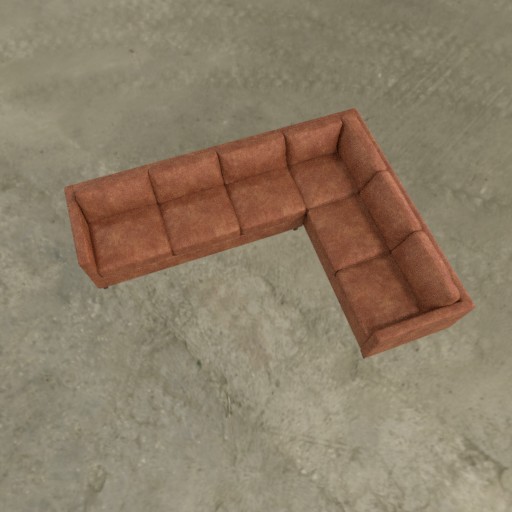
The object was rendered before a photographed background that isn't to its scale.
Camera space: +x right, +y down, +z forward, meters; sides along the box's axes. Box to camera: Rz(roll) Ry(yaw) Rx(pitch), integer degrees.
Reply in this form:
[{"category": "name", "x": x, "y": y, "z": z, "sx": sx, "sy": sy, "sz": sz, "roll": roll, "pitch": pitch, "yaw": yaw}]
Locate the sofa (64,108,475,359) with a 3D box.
[{"category": "sofa", "x": 0.000, "y": 0.000, "z": 4.306, "sx": 3.167, "sy": 0.838, "sz": 2.438, "roll": -17, "pitch": 65, "yaw": -8}]
